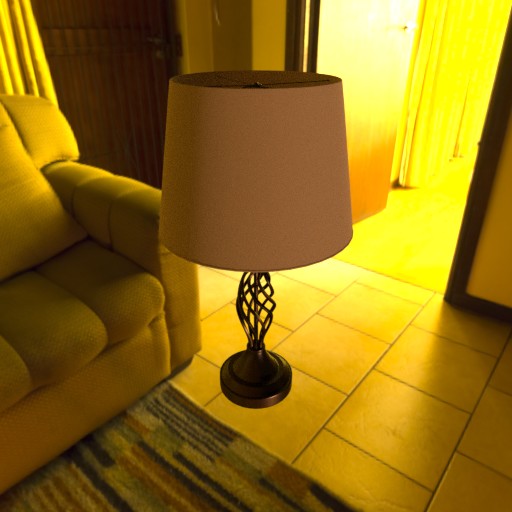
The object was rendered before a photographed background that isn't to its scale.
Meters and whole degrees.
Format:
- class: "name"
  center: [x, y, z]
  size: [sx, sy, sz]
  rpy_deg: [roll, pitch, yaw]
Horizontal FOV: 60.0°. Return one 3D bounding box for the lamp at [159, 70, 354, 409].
- class: "lamp"
  center: [0.000, 0.000, 0.793]
  size: [0.331, 0.594, 0.331]
  rpy_deg: [0, 27, 0]
